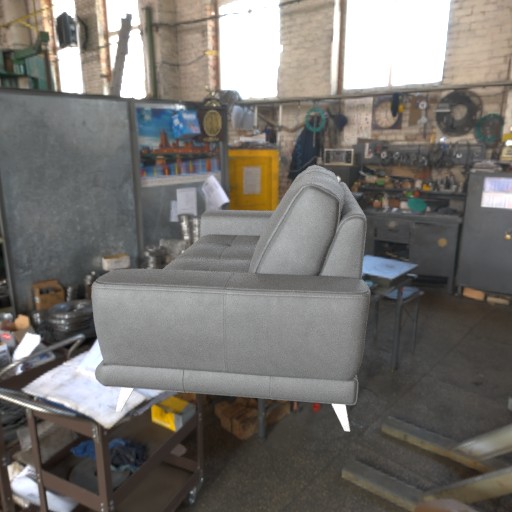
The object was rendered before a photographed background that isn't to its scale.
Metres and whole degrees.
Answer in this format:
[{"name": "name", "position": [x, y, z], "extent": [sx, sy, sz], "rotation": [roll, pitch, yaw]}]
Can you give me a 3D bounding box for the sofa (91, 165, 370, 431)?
[{"name": "sofa", "position": [0.000, 0.000, 2.394], "extent": [1.018, 0.907, 1.806], "rotation": [2, 15, 8]}]
